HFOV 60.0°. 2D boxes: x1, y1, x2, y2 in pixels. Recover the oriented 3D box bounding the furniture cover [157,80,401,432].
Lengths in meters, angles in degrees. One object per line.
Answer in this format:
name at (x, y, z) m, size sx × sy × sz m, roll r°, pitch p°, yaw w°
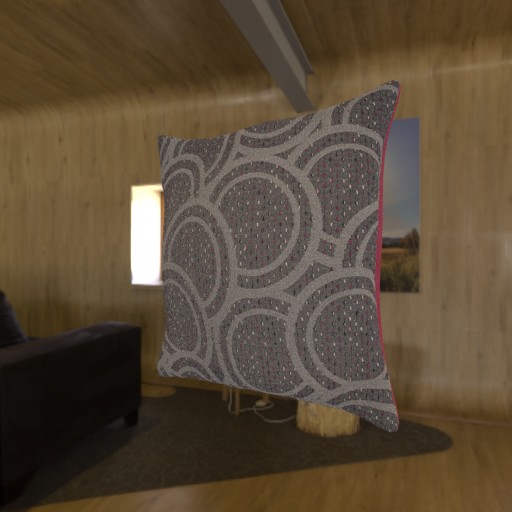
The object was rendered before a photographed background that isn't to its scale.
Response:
furniture cover at (0.000, 0.000, 0.794) m, size 0.514 × 0.513 × 0.163 m, roll 0°, pitch 1°, yaw 36°
